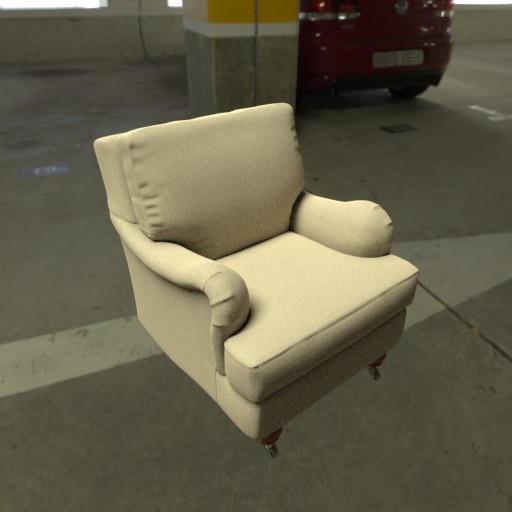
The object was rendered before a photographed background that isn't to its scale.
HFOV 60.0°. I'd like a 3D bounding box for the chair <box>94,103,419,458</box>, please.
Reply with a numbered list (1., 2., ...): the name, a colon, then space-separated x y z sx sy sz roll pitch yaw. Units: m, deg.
1. chair: 0.000 0.000 1.870 0.895 1.076 1.078 -23 38 -32
